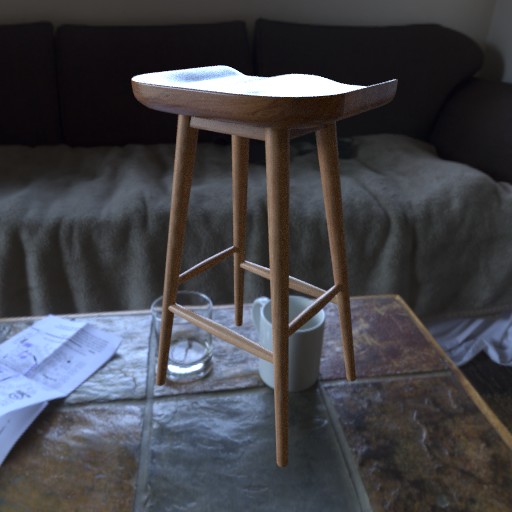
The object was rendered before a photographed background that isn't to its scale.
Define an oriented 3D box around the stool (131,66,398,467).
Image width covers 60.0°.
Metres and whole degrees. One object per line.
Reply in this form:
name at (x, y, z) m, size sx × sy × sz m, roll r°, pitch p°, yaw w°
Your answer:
stool at (0.000, 0.000, 0.931) m, size 0.407 × 0.698 × 0.322 m, roll 20°, pitch 34°, yaw 33°
